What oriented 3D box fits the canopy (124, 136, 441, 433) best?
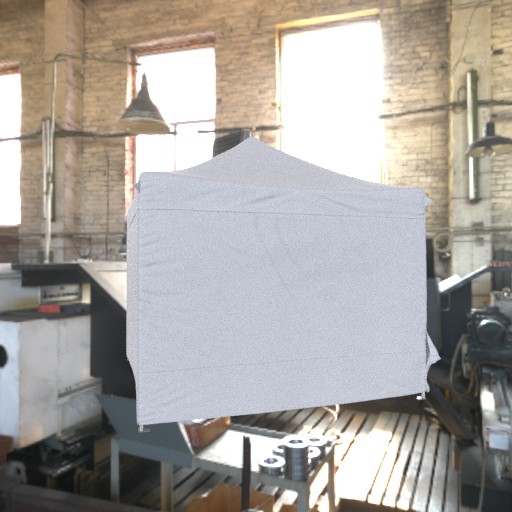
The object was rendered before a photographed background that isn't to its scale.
[{"bbox_3d":[0.000,0.000,5.590,3.121,2.997,3.043,0,-1,-18],"label":"canopy"}]
